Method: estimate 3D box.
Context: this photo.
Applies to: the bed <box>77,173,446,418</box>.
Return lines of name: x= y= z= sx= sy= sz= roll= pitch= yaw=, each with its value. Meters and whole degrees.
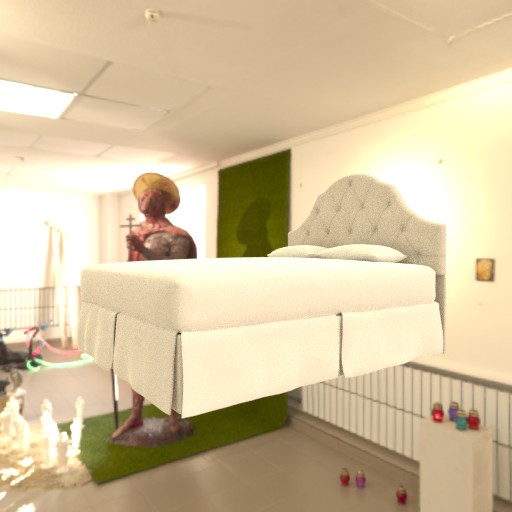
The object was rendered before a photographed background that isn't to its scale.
bed: x=0.000 y=0.000 z=3.730 sx=2.477 sy=1.617 sz=2.039 roll=-1 pitch=1 yaw=-36
